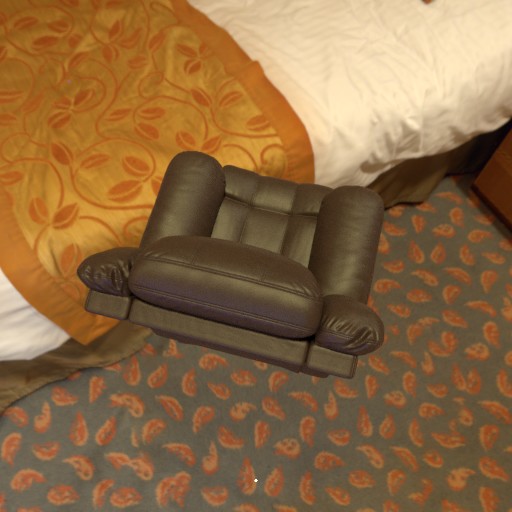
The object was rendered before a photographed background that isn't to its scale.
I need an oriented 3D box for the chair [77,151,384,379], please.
[{"bbox_3d":[0.000,0.000,1.739,0.899,1.009,0.934,13,64,7],"label":"chair"}]
